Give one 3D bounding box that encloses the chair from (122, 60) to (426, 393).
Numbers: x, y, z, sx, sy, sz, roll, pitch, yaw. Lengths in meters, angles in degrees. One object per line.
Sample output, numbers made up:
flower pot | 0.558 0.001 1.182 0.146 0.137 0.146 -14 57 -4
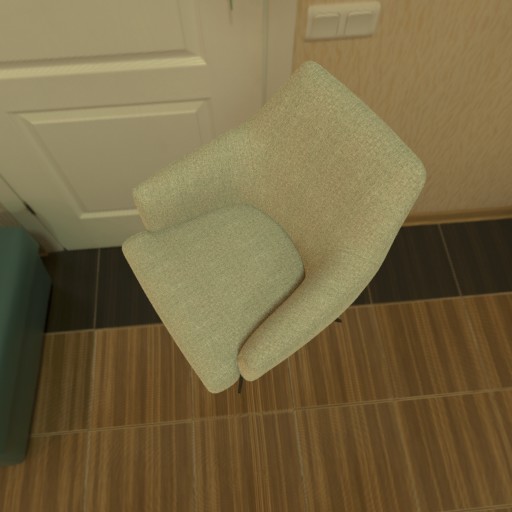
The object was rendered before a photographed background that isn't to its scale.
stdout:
chair | 0.000 0.000 1.358 0.677 0.874 0.642 -32 68 -14
